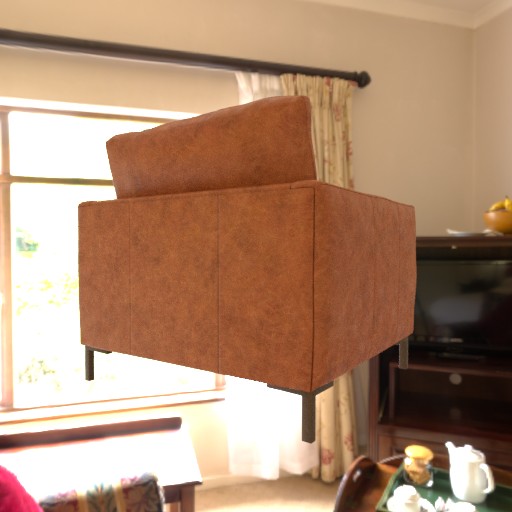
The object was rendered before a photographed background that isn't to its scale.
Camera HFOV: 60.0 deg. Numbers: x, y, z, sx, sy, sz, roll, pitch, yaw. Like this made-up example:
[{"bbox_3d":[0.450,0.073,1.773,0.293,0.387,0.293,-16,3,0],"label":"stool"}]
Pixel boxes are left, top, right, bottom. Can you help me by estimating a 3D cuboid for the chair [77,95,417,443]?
[{"bbox_3d":[0.000,0.000,1.633,0.967,0.869,0.862,1,1,34],"label":"chair"}]
